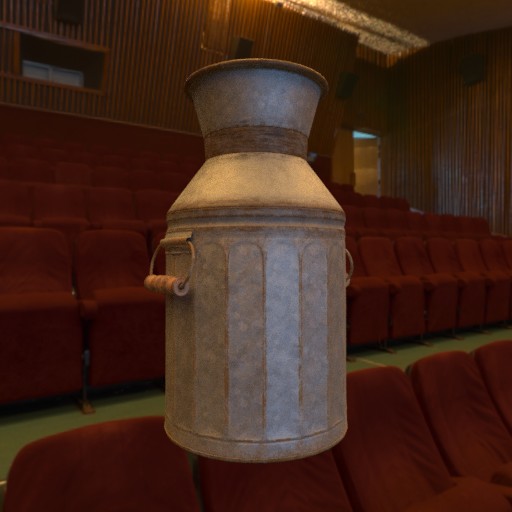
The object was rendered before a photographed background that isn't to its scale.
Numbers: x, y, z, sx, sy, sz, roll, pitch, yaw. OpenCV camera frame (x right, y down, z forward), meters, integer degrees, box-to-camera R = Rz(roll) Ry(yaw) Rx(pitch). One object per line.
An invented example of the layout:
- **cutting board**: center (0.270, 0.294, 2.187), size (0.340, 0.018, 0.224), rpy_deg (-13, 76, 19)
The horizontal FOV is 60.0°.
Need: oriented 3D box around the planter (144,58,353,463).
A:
- **planter**: center (0.000, 0.000, 0.527), size (0.245, 0.396, 0.214), rpy_deg (0, 0, -34)
